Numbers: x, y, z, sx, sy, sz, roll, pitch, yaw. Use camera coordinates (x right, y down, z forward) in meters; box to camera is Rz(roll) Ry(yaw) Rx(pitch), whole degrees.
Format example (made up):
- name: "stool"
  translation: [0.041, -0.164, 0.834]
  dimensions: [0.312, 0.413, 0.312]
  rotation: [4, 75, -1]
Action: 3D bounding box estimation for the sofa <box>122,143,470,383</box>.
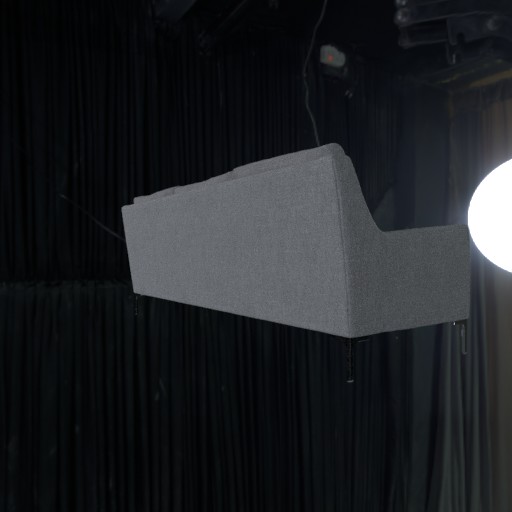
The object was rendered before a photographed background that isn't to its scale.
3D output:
- name: "sofa"
  translation: [0.000, 0.000, 2.495]
  dimensions: [0.849, 0.837, 2.060]
  rotation: [0, 1, -36]
